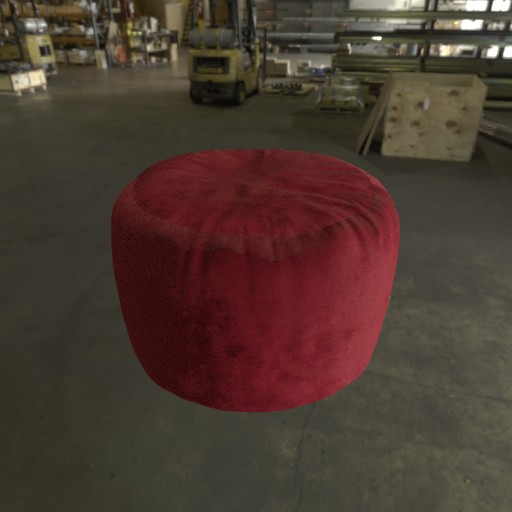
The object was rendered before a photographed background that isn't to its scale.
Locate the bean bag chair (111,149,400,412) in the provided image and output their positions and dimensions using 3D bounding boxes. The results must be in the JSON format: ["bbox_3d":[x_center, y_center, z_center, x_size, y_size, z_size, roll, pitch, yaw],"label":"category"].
[{"bbox_3d":[0.000,0.000,1.993,1.219,0.762,1.219,0,29,0],"label":"bean bag chair"}]
